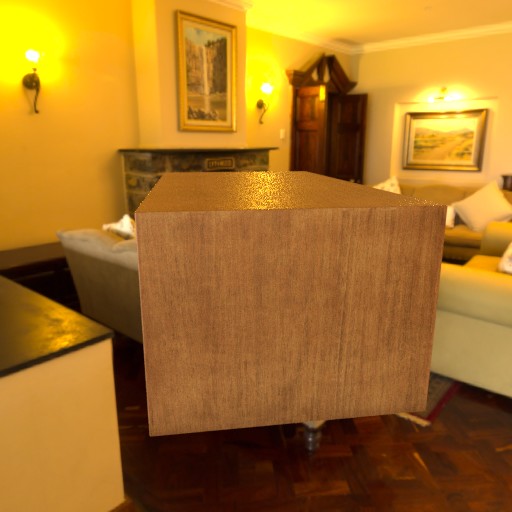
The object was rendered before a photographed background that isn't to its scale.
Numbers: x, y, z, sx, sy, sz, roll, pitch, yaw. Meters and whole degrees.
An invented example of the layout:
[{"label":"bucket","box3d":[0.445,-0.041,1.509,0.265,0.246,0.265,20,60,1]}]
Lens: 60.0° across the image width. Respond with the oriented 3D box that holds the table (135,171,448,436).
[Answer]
[{"label":"table","box3d":[0.000,0.000,1.288,0.549,0.419,1.000,-2,14,-8]}]
